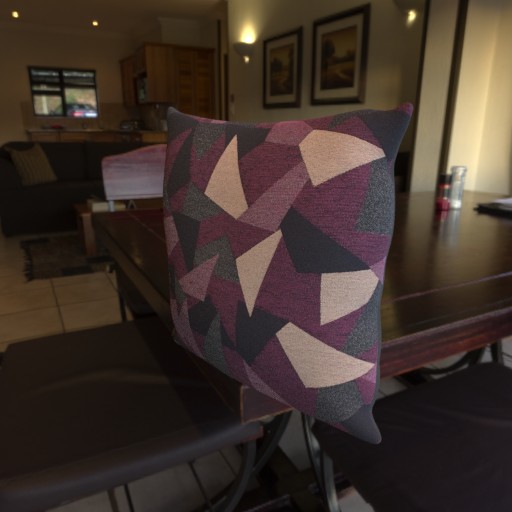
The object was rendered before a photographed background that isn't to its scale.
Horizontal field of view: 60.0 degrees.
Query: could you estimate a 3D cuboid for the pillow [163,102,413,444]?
[{"bbox_3d":[0.000,0.000,0.757,0.503,0.496,0.208,15,22,41],"label":"pillow"}]
